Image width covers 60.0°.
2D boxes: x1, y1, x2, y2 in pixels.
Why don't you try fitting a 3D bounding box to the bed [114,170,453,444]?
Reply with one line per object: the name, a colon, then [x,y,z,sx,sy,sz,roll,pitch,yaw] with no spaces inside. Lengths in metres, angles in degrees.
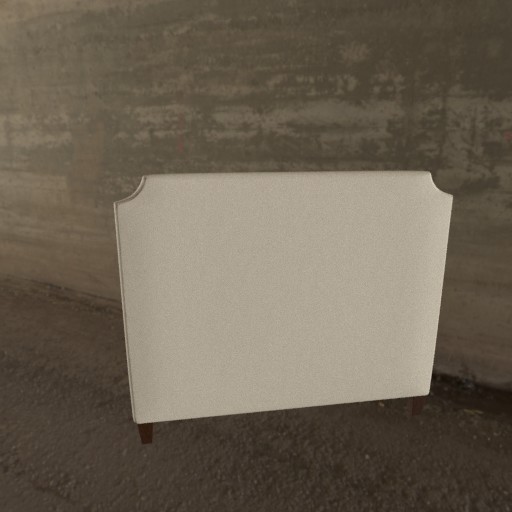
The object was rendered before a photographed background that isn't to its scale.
bed: [0.000,0.000,3.417,1.712,1.443,2.372,-2,15,-9]
